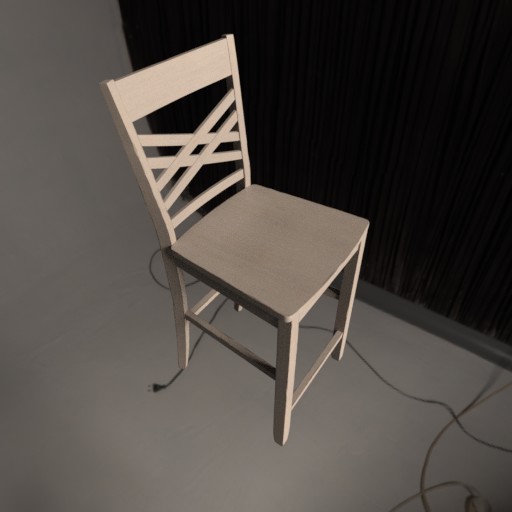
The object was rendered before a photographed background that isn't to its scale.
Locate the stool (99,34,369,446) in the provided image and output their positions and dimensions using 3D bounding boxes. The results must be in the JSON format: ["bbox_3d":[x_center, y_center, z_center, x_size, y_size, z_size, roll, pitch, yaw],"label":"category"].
[{"bbox_3d":[0.000,0.000,1.344,0.539,1.079,0.462,25,47,25],"label":"stool"}]
